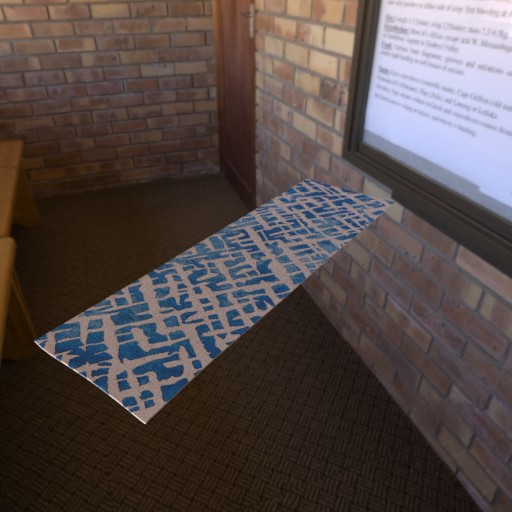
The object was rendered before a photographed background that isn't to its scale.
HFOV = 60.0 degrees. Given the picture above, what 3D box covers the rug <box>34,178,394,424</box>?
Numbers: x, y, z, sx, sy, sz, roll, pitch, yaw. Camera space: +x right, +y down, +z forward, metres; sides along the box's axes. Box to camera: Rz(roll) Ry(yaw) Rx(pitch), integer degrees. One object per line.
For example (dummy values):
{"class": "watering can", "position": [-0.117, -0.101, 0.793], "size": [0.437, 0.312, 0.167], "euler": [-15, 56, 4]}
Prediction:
{"class": "rug", "position": [0.000, 0.000, 2.706], "size": [0.768, 0.011, 2.446], "euler": [22, 39, 30]}
